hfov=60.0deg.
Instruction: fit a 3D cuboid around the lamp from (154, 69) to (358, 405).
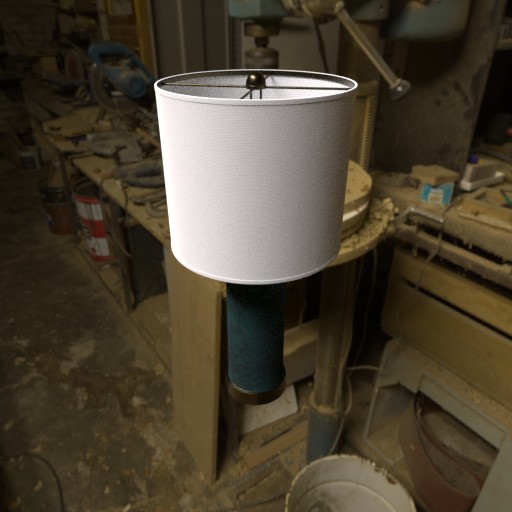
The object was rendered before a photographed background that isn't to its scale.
[{"bbox_3d":[0.000,0.000,0.816,0.301,0.630,0.301,-19,34,-30],"label":"lamp"}]
